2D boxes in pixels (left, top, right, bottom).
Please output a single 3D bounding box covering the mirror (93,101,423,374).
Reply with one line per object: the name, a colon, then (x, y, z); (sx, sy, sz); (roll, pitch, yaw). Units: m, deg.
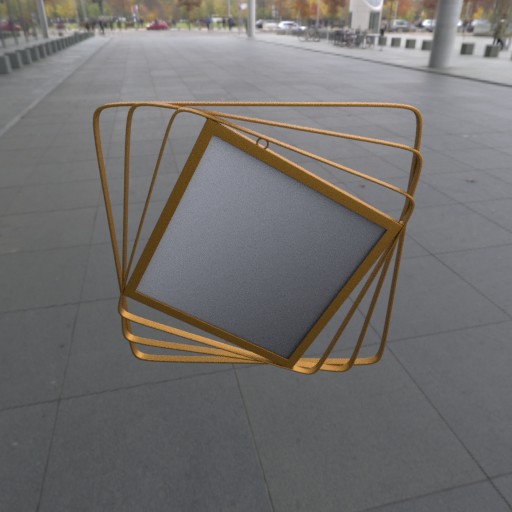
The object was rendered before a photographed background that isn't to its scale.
mirror: (0.000, 0.000, 0.708); (0.470, 0.468, 0.045); (1, 28, 1)
